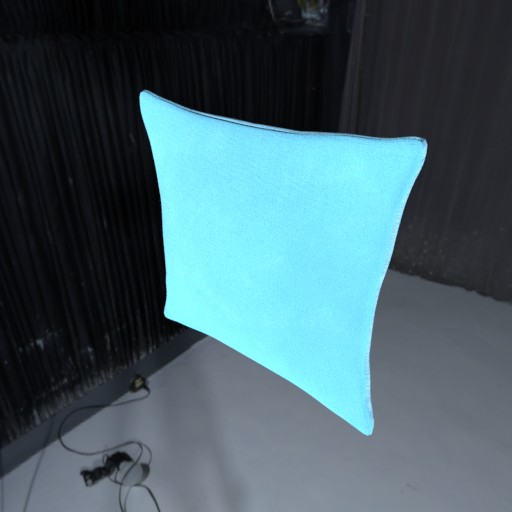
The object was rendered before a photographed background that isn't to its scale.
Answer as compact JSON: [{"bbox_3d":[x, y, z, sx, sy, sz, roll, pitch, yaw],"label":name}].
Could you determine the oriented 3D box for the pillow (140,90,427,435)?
[{"bbox_3d":[0.000,0.000,0.642,0.433,0.415,0.151,22,36,33],"label":"pillow"}]
